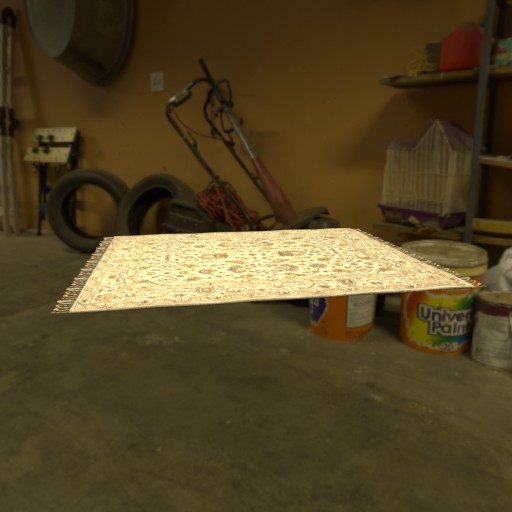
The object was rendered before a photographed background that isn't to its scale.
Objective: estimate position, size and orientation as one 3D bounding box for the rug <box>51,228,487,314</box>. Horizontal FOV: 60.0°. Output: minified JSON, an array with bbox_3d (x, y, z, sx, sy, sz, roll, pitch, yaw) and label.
[{"bbox_3d":[0.000,0.000,4.155,3.061,0.034,2.426,-3,14,-10],"label":"rug"}]
